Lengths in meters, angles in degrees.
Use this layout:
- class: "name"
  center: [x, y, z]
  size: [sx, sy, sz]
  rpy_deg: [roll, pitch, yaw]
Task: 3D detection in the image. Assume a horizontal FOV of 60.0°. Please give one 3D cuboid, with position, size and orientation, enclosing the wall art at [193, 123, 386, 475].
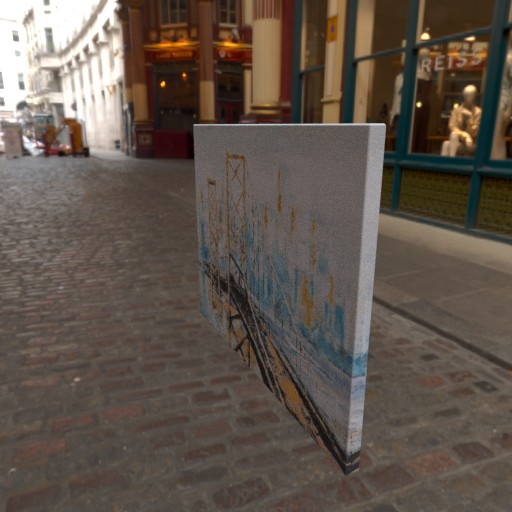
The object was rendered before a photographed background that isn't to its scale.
- class: "wall art"
  center: [0.000, 0.000, 1.337]
  size: [0.038, 0.762, 1.016]
  rpy_deg: [-8, 18, -24]
